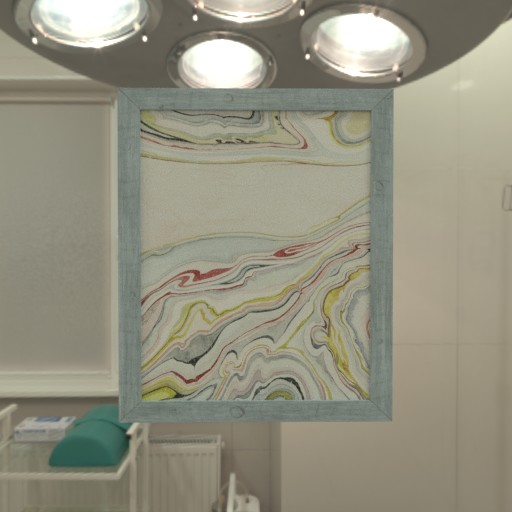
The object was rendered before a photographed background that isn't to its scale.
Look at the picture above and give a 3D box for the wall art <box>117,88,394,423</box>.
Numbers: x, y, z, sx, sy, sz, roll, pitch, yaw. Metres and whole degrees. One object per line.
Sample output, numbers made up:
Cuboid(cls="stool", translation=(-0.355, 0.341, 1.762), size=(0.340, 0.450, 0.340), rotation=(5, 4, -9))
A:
Cuboid(cls="wall art", translation=(0.000, 0.000, 0.783), size=(0.479, 0.582, 0.022), rotation=(0, 1, -1))
